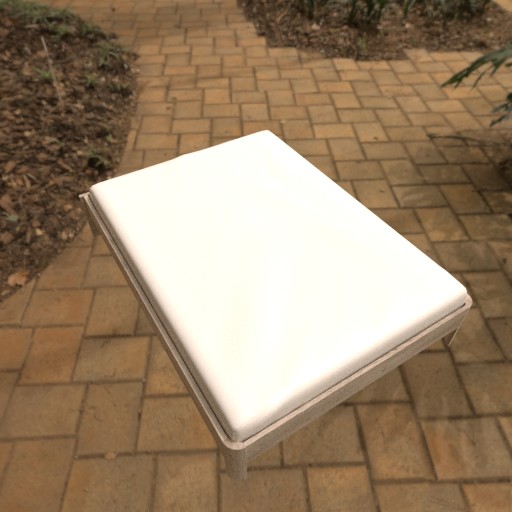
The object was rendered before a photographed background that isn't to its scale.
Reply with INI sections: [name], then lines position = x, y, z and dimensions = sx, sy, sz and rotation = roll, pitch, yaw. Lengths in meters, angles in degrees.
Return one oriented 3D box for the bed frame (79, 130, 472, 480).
[bed frame]
position = 0.000, 0.000, 2.648
dimensions = 1.490, 0.462, 1.950
rotation = -24, 50, -22
